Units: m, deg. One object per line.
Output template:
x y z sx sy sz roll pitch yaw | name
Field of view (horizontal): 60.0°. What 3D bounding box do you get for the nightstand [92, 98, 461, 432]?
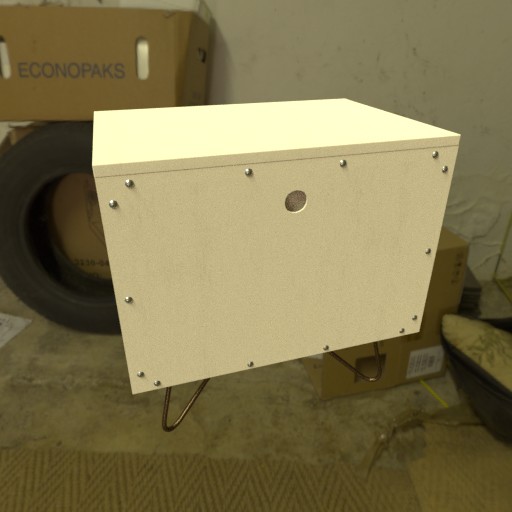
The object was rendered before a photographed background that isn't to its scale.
0.000 0.000 1.020 0.614 0.604 0.447 -8 29 -15 | nightstand
